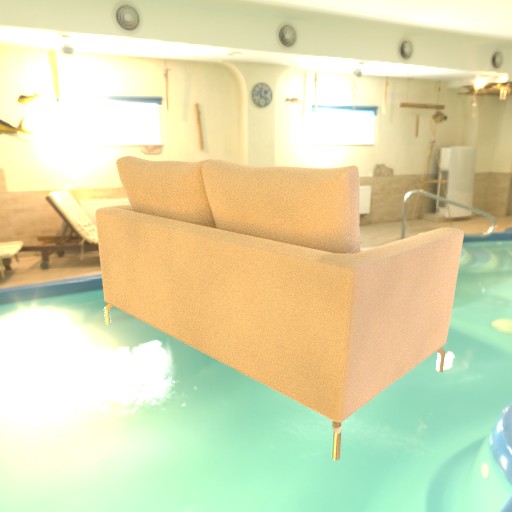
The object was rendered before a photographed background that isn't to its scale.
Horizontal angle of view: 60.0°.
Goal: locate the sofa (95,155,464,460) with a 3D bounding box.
[{"bbox_3d":[0.000,0.000,2.296,0.906,0.995,1.739,-14,20,-43],"label":"sofa"}]
